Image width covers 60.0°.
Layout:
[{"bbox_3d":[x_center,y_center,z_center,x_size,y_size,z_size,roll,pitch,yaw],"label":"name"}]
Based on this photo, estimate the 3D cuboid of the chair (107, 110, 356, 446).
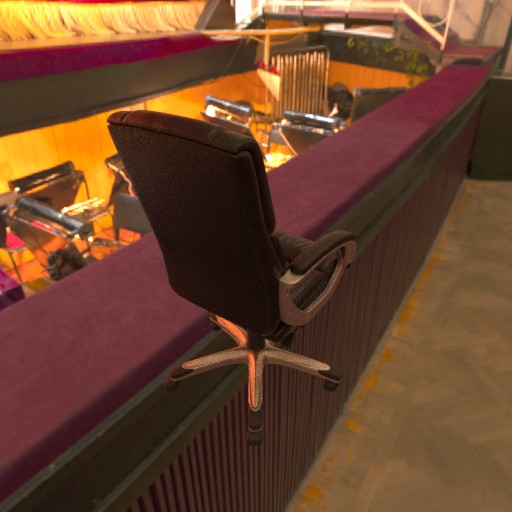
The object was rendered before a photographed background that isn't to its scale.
[{"bbox_3d":[0.000,0.000,1.637,0.700,1.145,0.780,21,37,31],"label":"chair"}]
